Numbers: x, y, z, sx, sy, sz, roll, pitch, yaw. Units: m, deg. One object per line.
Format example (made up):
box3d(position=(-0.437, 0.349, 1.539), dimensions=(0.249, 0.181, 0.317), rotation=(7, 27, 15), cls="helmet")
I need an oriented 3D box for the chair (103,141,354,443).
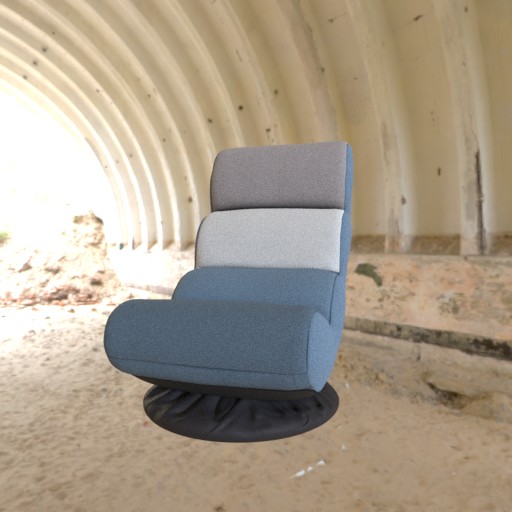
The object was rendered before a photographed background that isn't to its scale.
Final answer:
box3d(position=(0.000, 0.000, 1.056), dimensions=(0.420, 0.641, 0.661), rotation=(1, 2, 18), cls="chair")
